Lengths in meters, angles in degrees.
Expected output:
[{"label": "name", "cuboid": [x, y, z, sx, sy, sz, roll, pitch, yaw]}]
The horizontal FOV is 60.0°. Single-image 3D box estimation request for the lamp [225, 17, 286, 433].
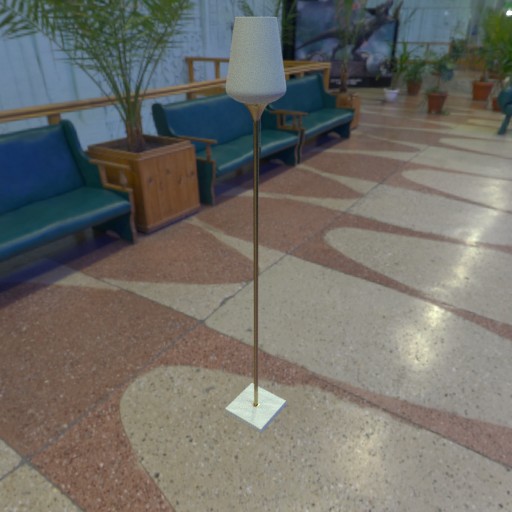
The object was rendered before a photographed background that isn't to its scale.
[{"label": "lamp", "cuboid": [0.000, 0.000, 1.912, 0.229, 1.813, 0.232, 18, 33, 31]}]
